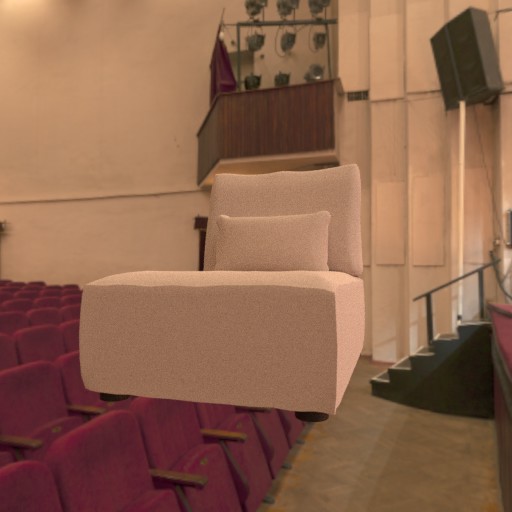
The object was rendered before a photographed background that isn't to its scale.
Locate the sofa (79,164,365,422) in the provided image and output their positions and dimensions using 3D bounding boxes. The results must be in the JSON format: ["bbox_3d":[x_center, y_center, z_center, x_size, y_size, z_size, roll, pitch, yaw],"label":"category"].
[{"bbox_3d":[0.000,0.000,1.590,0.700,0.820,1.000,-1,-2,17],"label":"sofa"}]
